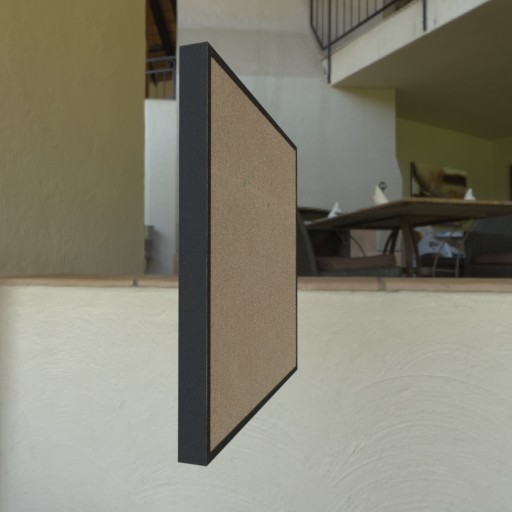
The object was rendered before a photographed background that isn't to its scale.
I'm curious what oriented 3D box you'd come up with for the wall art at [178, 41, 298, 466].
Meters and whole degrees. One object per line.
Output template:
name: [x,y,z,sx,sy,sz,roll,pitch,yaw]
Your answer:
wall art: [0.000,0.000,0.777,0.038,0.508,0.508,0,-1,18]
